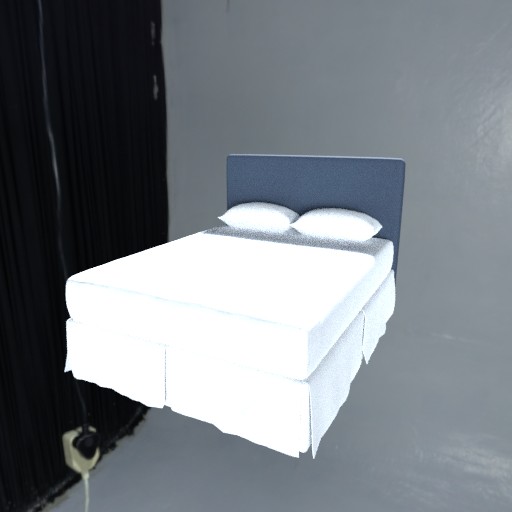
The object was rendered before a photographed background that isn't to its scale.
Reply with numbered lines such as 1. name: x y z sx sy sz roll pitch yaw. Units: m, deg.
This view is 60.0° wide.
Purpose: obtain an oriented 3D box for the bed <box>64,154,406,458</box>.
1. bed: 0.000 0.000 3.197 1.713 1.330 2.162 8 17 27
